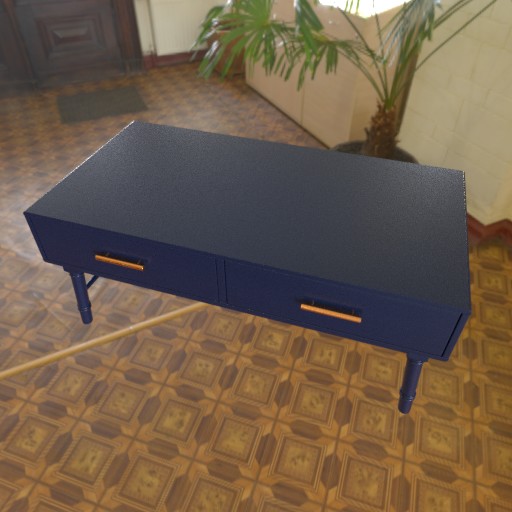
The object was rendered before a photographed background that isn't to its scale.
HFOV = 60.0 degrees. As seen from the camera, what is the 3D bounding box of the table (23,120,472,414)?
[{"bbox_3d":[0.000,0.000,1.332,1.067,0.457,0.572,12,43,13],"label":"table"}]
